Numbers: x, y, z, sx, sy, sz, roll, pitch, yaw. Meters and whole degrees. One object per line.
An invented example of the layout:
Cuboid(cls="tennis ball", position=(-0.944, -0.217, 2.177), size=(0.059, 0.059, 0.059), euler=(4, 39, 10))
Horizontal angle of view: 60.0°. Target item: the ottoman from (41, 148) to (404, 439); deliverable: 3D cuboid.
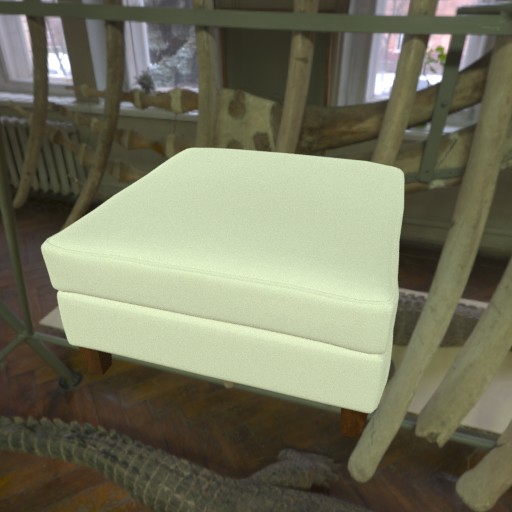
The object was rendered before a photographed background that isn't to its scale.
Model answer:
Cuboid(cls="ottoman", position=(0.000, 0.000, 1.367), size=(0.838, 0.479, 0.838), euler=(9, 31, 15))
